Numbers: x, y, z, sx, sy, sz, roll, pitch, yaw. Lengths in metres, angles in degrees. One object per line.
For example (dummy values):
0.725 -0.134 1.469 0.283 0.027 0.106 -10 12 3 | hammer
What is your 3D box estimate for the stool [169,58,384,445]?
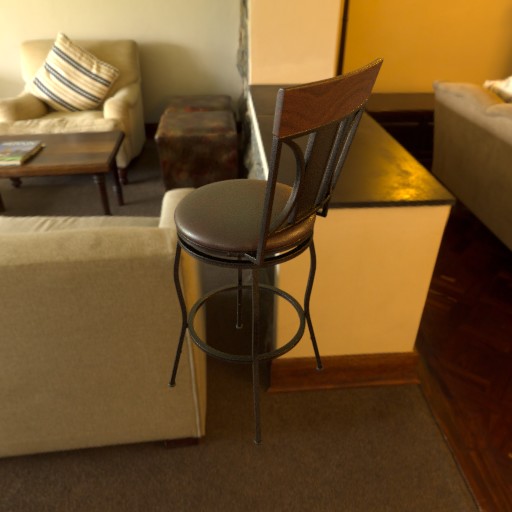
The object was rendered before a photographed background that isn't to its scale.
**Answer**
0.000 0.000 1.384 0.513 1.130 0.448 22 38 30 | stool
